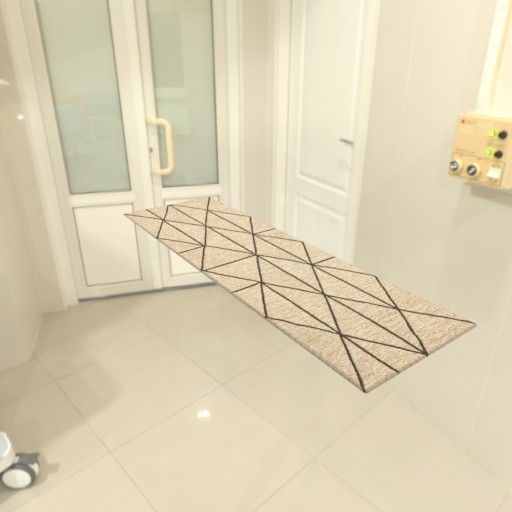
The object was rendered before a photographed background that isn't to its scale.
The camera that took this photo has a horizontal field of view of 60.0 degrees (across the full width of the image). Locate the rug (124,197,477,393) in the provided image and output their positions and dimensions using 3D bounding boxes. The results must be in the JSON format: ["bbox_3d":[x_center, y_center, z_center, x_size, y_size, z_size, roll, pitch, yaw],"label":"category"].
[{"bbox_3d":[0.000,0.000,2.742,0.762,0.012,2.438,-17,30,-32],"label":"rug"}]
